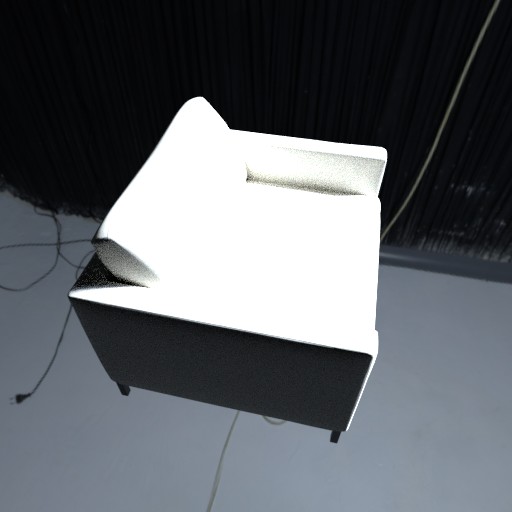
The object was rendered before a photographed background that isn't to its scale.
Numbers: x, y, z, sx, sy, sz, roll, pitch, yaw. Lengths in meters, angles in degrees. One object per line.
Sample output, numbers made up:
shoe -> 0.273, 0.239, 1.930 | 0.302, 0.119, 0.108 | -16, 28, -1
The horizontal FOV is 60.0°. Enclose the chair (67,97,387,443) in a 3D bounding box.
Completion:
chair -> 0.000, 0.000, 1.620 | 0.875, 0.806, 0.964 | 9, 48, 9
